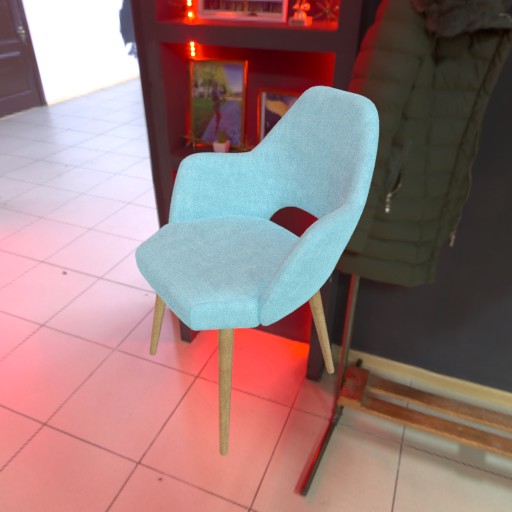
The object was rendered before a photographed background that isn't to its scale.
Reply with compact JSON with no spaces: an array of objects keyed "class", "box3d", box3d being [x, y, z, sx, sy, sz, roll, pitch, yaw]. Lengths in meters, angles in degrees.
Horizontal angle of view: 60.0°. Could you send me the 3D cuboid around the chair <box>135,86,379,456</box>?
[{"class":"chair","box3d":[0.000,0.000,1.272,0.610,0.840,0.590,-21,38,-29]}]
